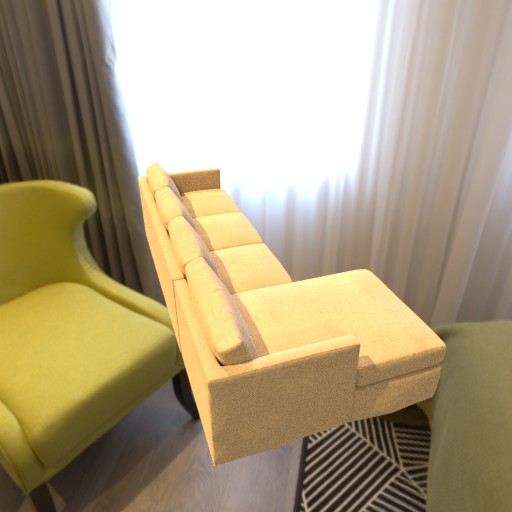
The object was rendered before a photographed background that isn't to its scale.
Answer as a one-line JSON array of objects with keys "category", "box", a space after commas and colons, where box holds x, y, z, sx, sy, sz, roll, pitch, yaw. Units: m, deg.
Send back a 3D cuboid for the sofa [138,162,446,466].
[{"category": "sofa", "box": [0.000, 0.000, 3.956, 1.650, 0.922, 3.205, -10, 32, -16]}]
